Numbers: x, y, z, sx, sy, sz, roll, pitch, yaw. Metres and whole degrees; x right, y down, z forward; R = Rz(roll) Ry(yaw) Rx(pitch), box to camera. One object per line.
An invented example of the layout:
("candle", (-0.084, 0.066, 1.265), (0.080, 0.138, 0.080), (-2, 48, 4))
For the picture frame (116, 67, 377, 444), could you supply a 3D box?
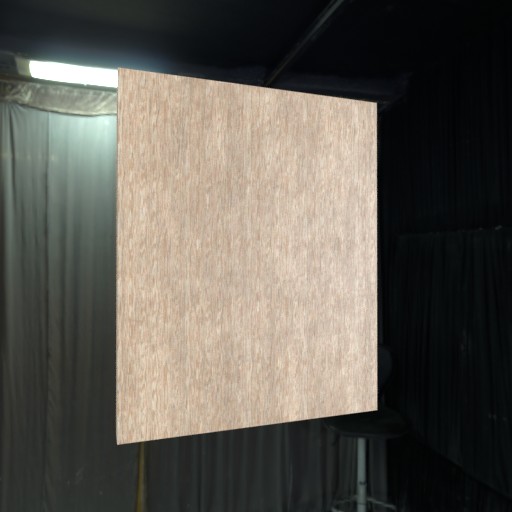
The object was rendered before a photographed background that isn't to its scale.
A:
("picture frame", (0.000, 0.000, 0.709), (0.424, 0.526, 0.043), (0, 0, -19))
